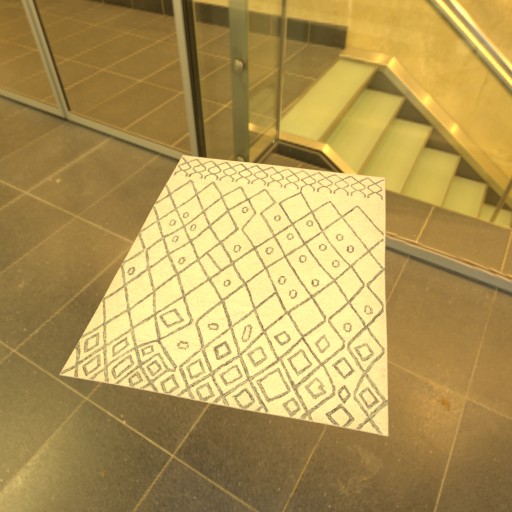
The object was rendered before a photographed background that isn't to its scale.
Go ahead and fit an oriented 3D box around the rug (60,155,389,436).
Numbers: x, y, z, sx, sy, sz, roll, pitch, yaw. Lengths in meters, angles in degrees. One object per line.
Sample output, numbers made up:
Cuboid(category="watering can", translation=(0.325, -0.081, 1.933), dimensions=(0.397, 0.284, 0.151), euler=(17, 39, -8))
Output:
Cuboid(category="rug", translation=(0.000, 0.000, 4.237), dimensions=(2.446, 0.015, 3.046), euler=(8, 46, 8))
